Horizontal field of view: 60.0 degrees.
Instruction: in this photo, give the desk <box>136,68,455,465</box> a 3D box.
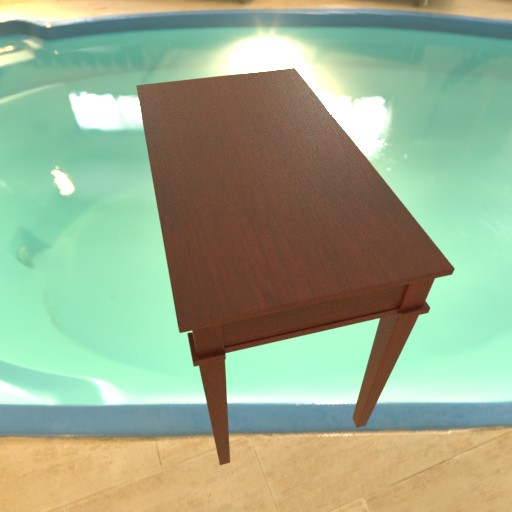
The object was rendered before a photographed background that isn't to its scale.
[{"bbox_3d":[0.000,0.000,1.436,0.549,0.762,1.001,-11,46,-10],"label":"desk"}]
